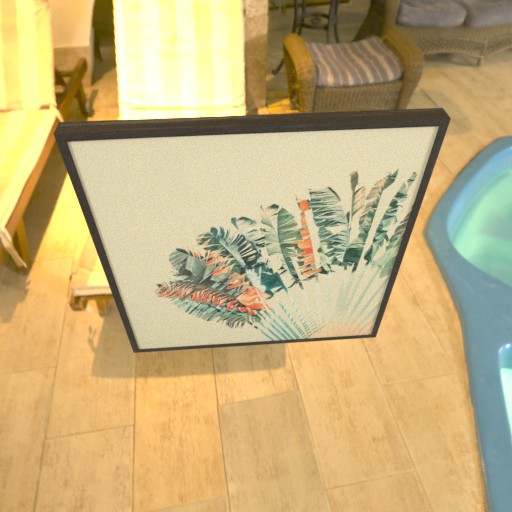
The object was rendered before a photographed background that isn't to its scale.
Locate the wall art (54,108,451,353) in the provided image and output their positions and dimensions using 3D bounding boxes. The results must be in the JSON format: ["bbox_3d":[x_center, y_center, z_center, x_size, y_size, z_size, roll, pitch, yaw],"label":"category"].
[{"bbox_3d":[0.000,0.000,1.135,0.762,0.758,0.043,-3,46,-3],"label":"wall art"}]
